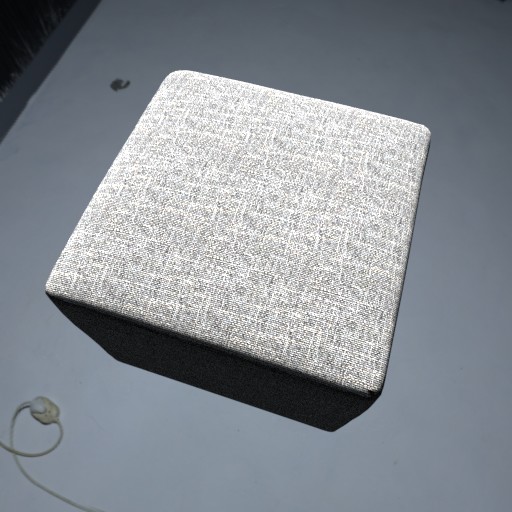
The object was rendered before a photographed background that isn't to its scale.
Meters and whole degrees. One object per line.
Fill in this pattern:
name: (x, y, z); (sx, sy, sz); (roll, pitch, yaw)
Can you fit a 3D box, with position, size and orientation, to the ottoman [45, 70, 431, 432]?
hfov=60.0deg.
ottoman: (0.000, 0.000, 0.892); (0.521, 0.453, 0.512); (16, 64, 8)
